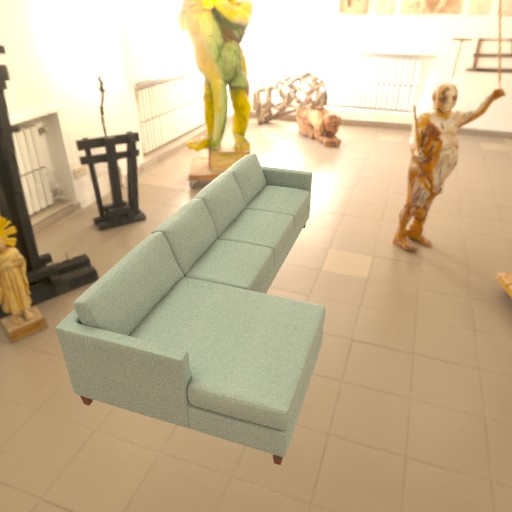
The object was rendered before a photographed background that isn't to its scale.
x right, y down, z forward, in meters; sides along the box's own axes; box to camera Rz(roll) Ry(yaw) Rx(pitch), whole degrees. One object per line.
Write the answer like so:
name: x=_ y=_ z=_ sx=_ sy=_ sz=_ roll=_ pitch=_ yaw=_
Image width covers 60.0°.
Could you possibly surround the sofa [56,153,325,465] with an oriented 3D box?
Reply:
sofa: x=0.000 y=0.000 z=4.178 sx=1.600 sy=0.953 sz=3.470 roll=10 pitch=32 yaw=16
